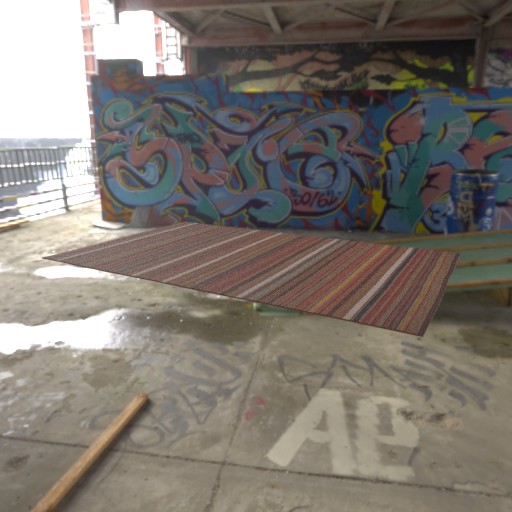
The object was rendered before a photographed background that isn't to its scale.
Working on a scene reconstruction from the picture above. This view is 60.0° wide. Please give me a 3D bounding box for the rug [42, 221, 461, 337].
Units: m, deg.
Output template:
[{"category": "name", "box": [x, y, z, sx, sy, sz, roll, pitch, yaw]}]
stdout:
[{"category": "rug", "box": [0.000, 0.000, 3.023, 2.438, 0.008, 1.523, 8, 17, 29]}]
